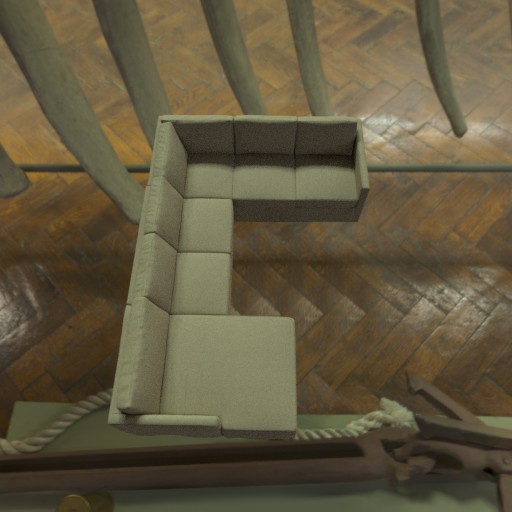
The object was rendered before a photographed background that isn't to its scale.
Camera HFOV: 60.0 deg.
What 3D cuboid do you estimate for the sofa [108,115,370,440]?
[{"bbox_3d":[0.000,0.000,4.689,2.476,0.878,3.528,1,63,1],"label":"sofa"}]
